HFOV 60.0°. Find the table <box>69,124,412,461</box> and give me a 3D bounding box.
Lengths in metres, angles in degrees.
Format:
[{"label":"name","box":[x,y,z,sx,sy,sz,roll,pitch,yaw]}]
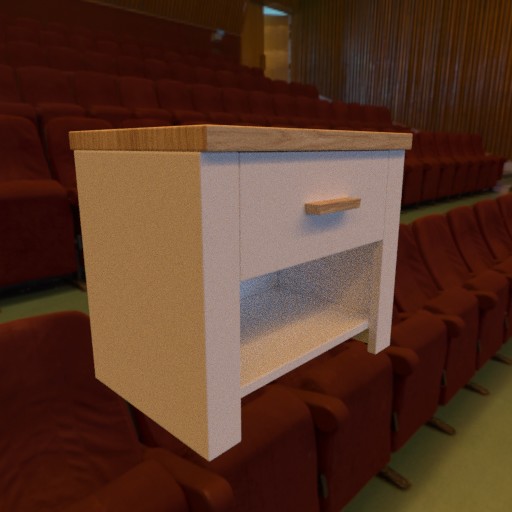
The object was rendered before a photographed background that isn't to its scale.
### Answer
[{"label":"table","box":[0.000,0.000,0.820,0.360,0.440,0.500,13,19,42]}]
